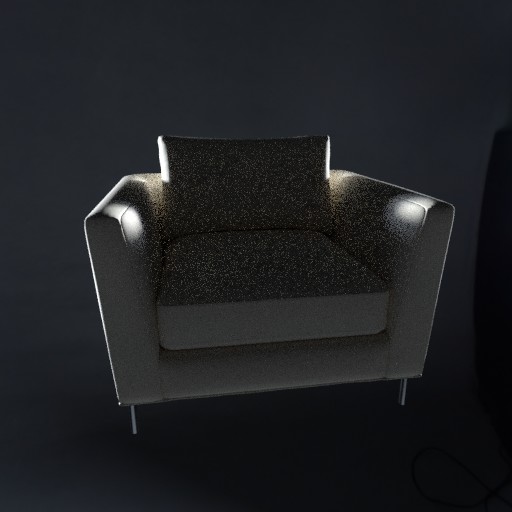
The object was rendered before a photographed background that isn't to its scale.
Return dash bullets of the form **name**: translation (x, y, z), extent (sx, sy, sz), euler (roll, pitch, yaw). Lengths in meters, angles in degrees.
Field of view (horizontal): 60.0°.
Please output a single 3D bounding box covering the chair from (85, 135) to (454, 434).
- **chair**: translation (0.000, 0.000, 1.678), extent (1.041, 0.865, 0.889), euler (-3, 18, -9)
